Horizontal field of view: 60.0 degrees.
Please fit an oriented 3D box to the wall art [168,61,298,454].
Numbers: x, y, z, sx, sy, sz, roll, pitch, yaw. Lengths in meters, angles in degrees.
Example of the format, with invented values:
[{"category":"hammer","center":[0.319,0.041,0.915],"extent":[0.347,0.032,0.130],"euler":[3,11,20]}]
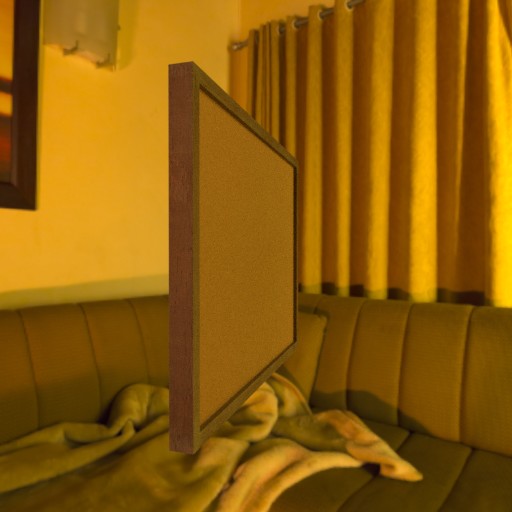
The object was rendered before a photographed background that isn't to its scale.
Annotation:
[{"category":"wall art","center":[0.000,0.000,1.777],"extent":[0.070,1.009,1.320],"euler":[0,1,17]}]
